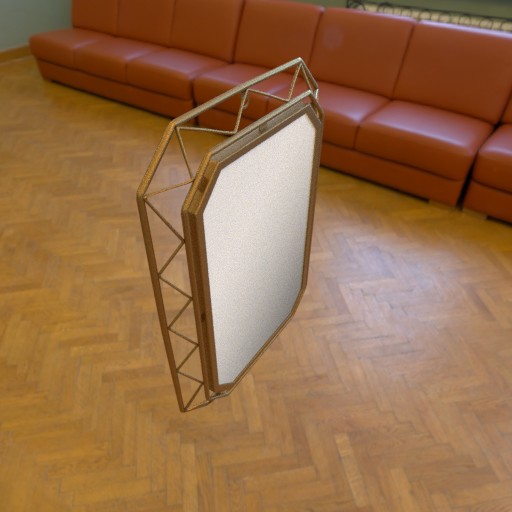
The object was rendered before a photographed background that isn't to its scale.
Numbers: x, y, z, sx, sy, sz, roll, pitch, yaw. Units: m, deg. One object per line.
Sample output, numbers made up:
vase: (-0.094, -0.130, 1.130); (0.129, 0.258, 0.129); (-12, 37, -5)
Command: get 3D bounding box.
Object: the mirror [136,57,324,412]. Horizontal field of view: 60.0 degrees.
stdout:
mirror: (0.000, 0.000, 0.742); (0.042, 0.566, 0.417); (24, 46, 26)
